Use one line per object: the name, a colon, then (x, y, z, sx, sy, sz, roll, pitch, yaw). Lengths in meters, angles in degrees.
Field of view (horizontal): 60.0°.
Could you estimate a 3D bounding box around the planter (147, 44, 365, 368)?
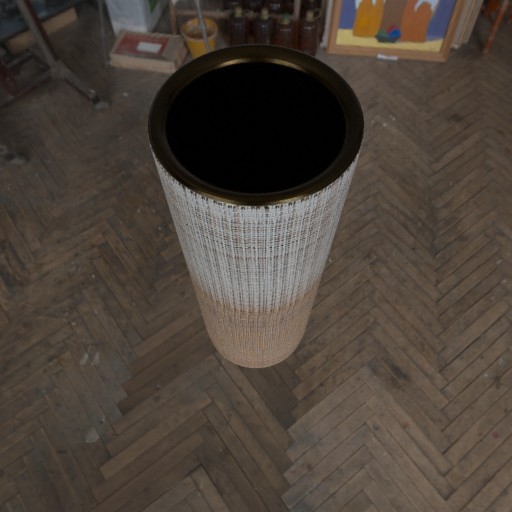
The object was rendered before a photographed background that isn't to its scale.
planter: (0.000, 0.000, 0.323, 0.099, 0.278, 0.099, -28, 66, -14)
